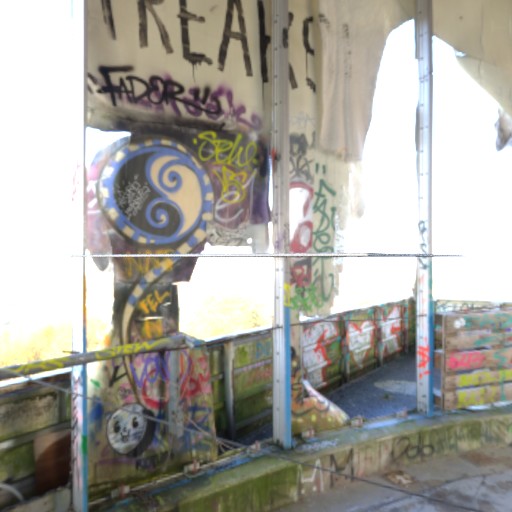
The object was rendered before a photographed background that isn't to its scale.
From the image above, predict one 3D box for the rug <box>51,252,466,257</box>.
[{"bbox_3d":[0.000,0.000,2.896,2.206,0.014,1.578,0,0,37],"label":"rug"}]
